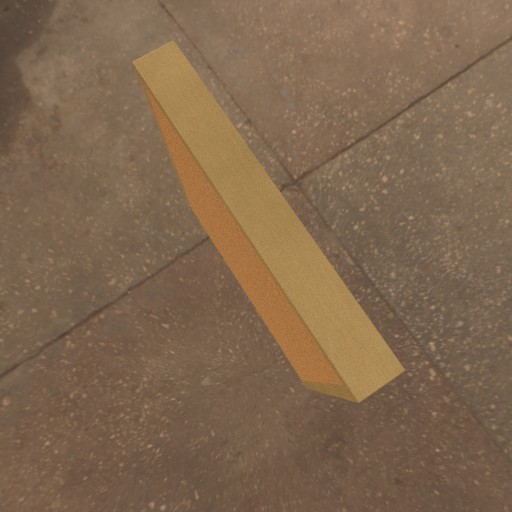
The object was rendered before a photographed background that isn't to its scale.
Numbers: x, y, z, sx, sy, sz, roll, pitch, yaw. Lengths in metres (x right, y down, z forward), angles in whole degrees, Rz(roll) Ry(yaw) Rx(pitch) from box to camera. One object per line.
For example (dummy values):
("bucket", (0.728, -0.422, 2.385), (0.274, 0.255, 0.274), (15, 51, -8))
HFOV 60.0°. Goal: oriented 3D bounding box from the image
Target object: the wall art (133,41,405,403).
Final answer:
("wall art", (0.000, 0.000, 0.467), (0.038, 0.305, 0.305), (-32, 77, -8))
